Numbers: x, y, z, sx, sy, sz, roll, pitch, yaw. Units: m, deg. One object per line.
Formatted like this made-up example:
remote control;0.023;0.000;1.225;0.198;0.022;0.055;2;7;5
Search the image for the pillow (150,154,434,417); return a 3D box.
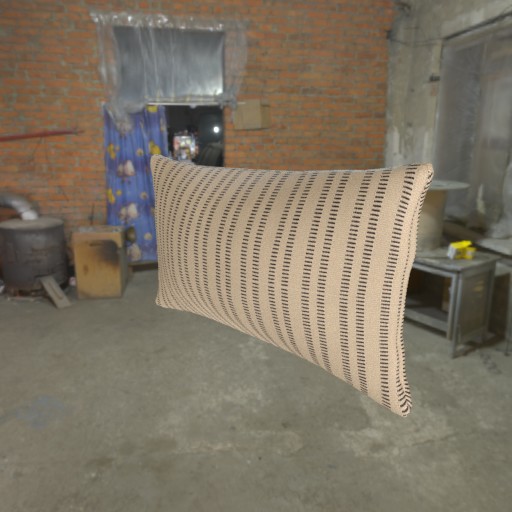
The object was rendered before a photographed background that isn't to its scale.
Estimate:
pillow;0.000;0.000;0.810;0.640;0.353;0.210;14;20;43
